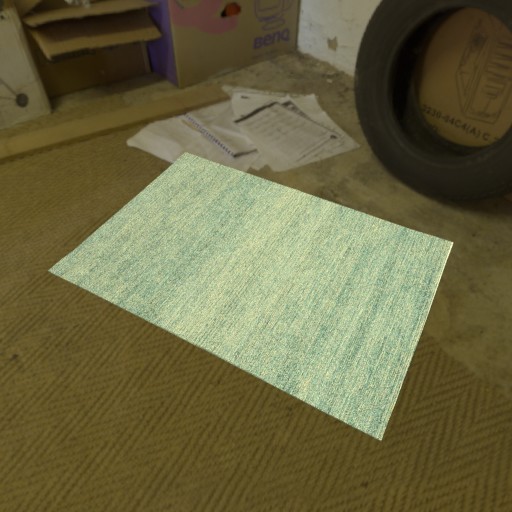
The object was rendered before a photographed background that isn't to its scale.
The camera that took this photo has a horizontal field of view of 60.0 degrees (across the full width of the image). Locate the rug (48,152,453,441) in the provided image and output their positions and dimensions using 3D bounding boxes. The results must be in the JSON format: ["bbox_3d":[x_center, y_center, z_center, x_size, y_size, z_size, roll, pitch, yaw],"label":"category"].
[{"bbox_3d":[0.000,0.000,5.352,4.078,0.052,2.802,22,51,20],"label":"rug"}]
